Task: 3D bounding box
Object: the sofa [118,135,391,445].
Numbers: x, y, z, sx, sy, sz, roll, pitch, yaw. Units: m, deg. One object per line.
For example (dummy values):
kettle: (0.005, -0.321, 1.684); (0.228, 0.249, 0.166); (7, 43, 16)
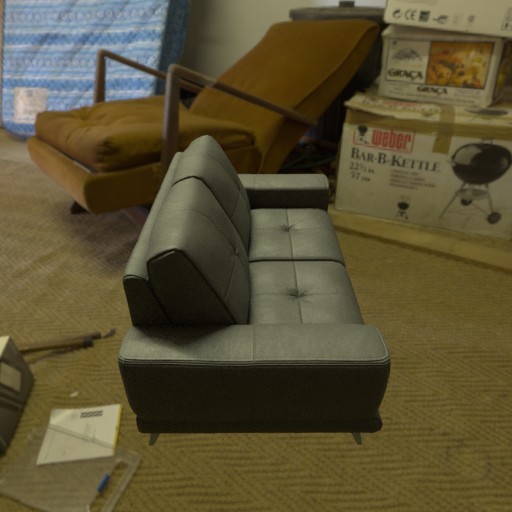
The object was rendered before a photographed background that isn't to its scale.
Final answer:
sofa: (0.000, 0.000, 2.369); (1.018, 0.907, 1.806); (0, 33, 0)
